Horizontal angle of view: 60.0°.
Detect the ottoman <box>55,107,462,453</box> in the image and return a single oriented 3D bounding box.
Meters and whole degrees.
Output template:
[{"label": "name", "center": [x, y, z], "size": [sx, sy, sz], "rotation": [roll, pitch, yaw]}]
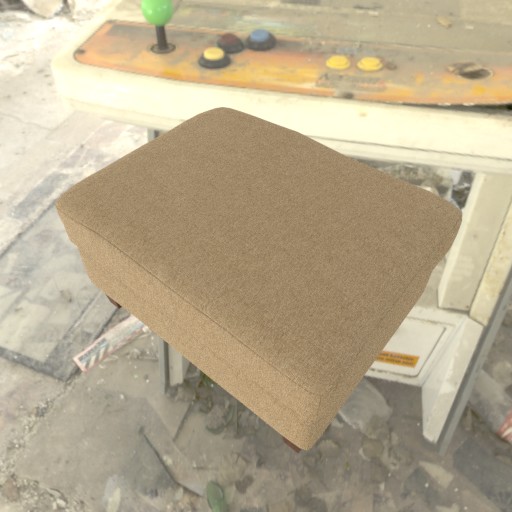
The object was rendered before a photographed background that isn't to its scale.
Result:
[{"label": "ottoman", "center": [0.000, 0.000, 1.311], "size": [0.889, 0.511, 0.692], "rotation": [31, 54, 26]}]
